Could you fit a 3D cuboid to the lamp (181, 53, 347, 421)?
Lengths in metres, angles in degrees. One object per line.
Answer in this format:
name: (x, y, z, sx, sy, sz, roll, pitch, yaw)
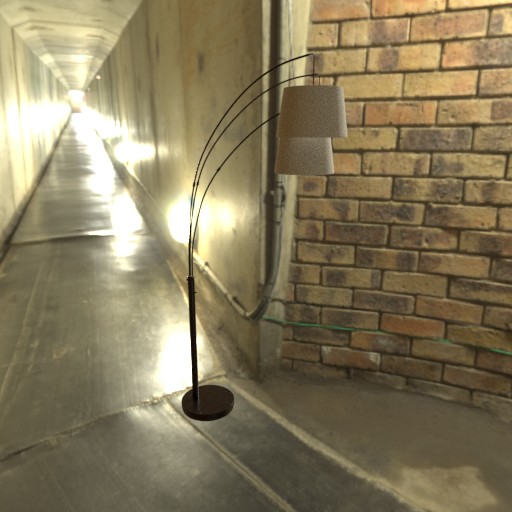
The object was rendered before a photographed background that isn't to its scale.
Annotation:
lamp: (0.000, 0.000, 2.458, 0.924, 1.950, 0.951, 3, 15, 11)
